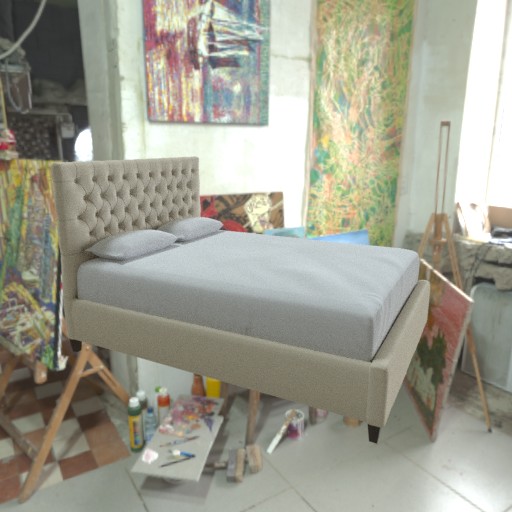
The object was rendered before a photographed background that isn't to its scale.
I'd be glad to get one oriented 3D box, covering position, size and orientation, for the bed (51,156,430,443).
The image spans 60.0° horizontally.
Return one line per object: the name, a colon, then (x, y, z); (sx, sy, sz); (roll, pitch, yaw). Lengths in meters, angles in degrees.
bed: (0.000, 0.000, 3.410); (2.387, 1.427, 1.698); (7, 16, 27)
